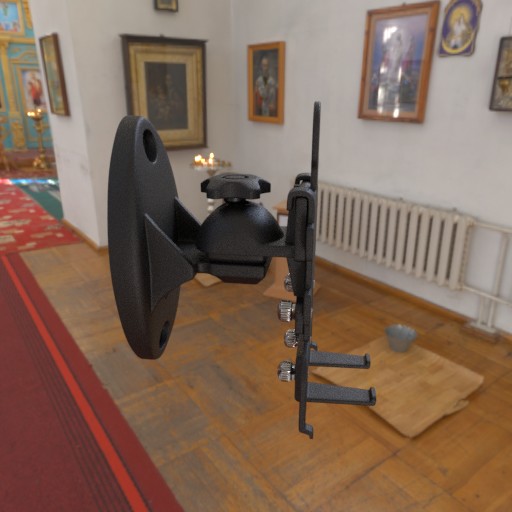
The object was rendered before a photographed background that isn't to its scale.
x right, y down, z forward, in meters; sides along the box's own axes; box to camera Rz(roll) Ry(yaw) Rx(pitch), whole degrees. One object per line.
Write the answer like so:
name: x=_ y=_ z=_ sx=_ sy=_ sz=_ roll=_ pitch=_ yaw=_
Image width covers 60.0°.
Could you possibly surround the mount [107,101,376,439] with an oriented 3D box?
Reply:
mount: x=0.000 y=0.000 z=0.179 sx=0.100 sy=0.118 sz=0.066 roll=3 pitch=19 yaw=8
